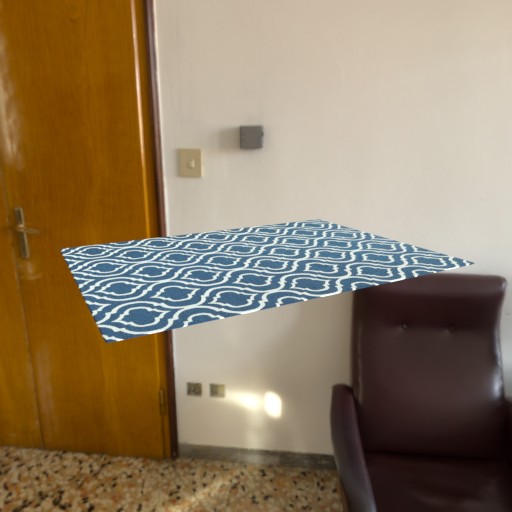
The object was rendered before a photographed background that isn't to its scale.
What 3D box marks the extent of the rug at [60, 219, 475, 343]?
[{"bbox_3d":[0.000,0.000,4.399,3.353,0.010,2.438,-9,18,-28],"label":"rug"}]
